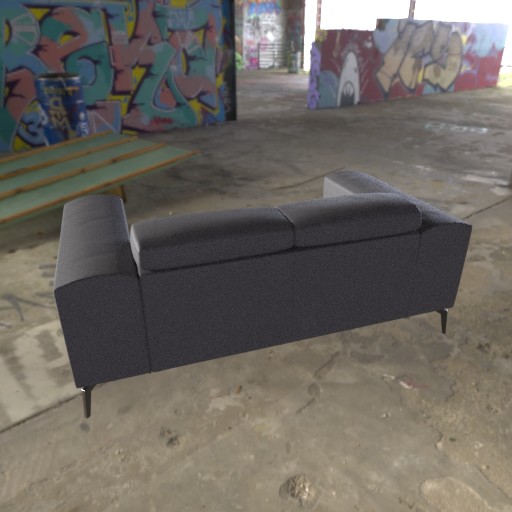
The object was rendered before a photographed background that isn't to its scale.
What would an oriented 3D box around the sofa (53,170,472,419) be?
[{"bbox_3d":[0.000,0.000,2.364,1.895,0.779,1.003,-9,28,-17],"label":"sofa"}]
